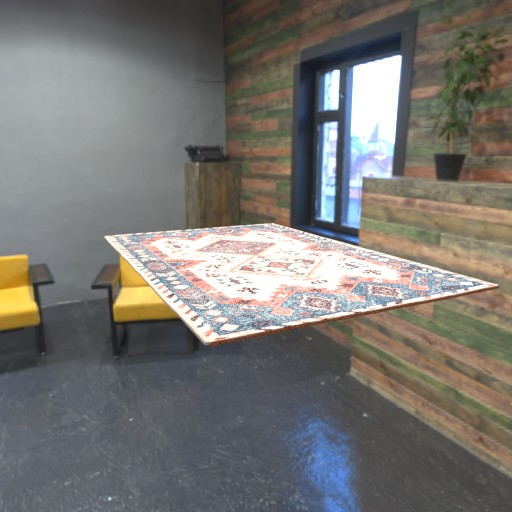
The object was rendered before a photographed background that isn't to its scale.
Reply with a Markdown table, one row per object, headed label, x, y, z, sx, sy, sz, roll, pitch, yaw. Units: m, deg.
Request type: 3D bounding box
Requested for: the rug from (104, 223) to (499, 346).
| label | x | y | z | sx | sy | sz | roll | pitch | yaw |
| --- | --- | --- | --- | --- | --- | --- | --- | --- | --- |
| rug | 0.000 | 0.000 | 2.260 | 1.225 | 0.015 | 1.840 | -6 | 14 | -26 |
